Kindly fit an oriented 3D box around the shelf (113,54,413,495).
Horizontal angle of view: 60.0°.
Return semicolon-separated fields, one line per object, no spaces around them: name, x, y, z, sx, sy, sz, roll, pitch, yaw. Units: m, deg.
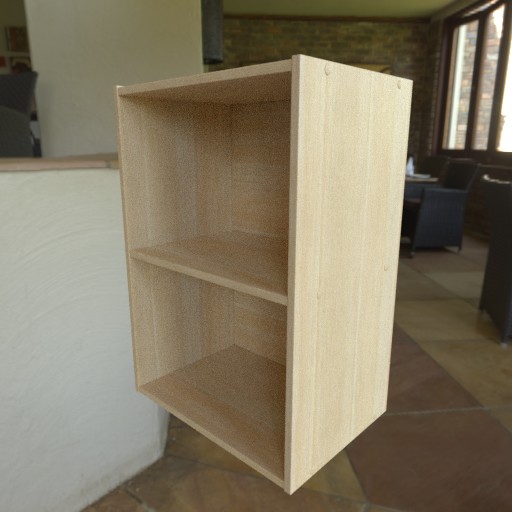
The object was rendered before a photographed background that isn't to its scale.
shelf;0.000;0.000;0.809;0.414;0.592;0.290;13;19;42
